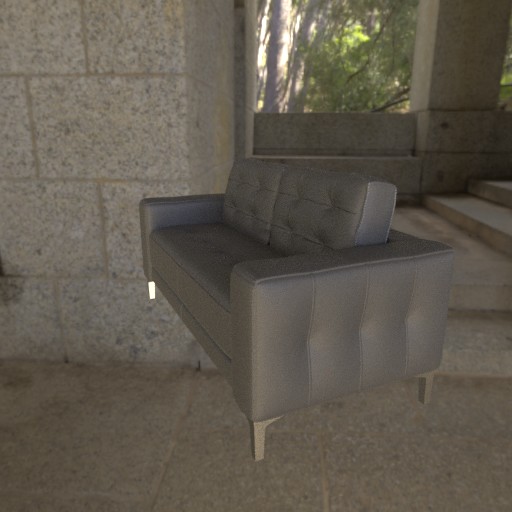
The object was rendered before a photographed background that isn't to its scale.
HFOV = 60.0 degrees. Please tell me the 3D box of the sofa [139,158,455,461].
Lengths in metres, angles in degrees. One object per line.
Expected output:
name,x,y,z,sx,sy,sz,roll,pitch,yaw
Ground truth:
sofa,0.000,0.000,2.214,0.833,0.892,1.726,-7,18,-24
